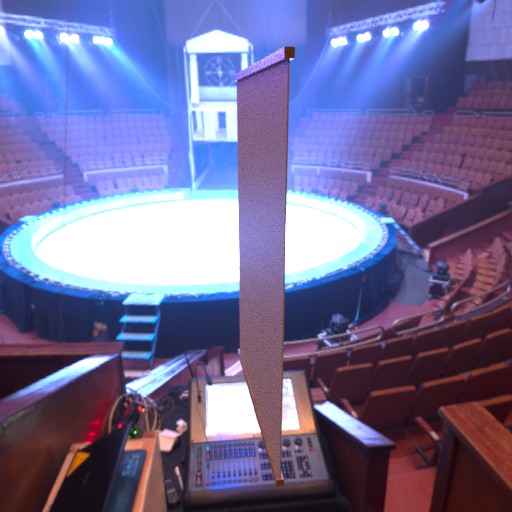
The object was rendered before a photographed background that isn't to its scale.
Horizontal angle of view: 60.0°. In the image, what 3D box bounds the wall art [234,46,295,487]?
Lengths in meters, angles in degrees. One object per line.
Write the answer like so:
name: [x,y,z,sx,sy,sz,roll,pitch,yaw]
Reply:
wall art: [0.000,0.000,1.909,0.030,1.519,0.990,-3,18,-10]
